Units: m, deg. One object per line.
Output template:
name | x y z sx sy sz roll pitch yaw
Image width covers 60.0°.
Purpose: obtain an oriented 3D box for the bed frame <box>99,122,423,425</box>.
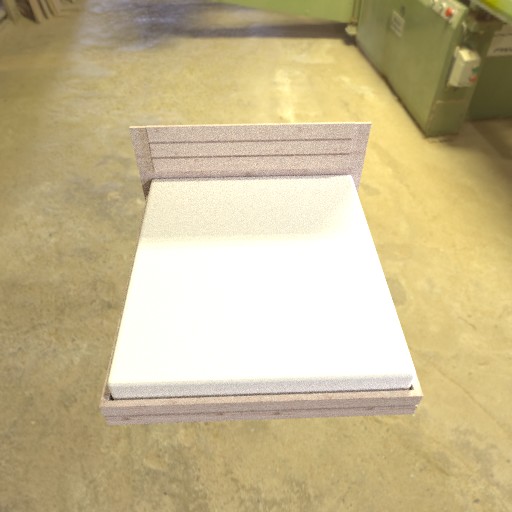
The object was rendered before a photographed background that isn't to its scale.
bed frame | 0.000 0.000 3.176 1.950 0.970 2.080 -2 45 -2
